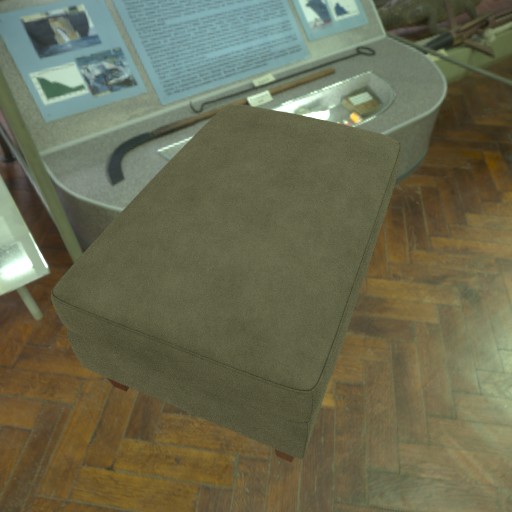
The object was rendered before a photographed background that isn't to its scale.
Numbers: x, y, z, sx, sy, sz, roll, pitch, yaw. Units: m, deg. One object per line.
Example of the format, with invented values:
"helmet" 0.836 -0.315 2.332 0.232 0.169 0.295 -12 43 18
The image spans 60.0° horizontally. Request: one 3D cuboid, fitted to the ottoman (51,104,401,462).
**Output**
"ottoman" 0.000 0.000 1.198 0.584 0.483 0.864 17 49 15
